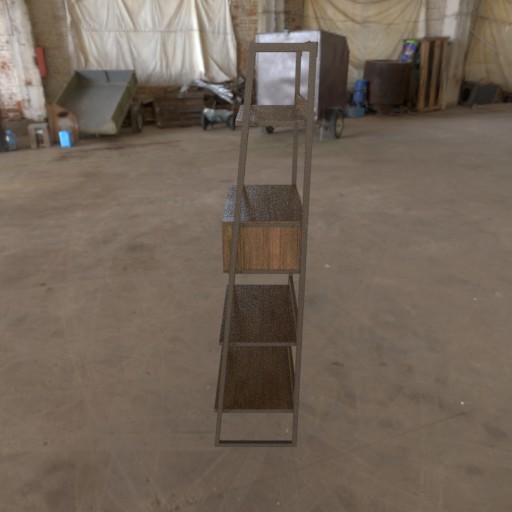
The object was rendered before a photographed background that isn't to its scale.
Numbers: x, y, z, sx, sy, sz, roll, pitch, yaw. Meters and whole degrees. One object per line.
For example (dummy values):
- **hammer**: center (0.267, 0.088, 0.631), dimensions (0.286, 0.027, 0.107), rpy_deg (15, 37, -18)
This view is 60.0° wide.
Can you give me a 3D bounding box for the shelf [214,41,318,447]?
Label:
- **shelf**: center (0.000, 0.000, 2.313), dimensions (0.454, 2.005, 0.652), rpy_deg (0, 24, 0)
